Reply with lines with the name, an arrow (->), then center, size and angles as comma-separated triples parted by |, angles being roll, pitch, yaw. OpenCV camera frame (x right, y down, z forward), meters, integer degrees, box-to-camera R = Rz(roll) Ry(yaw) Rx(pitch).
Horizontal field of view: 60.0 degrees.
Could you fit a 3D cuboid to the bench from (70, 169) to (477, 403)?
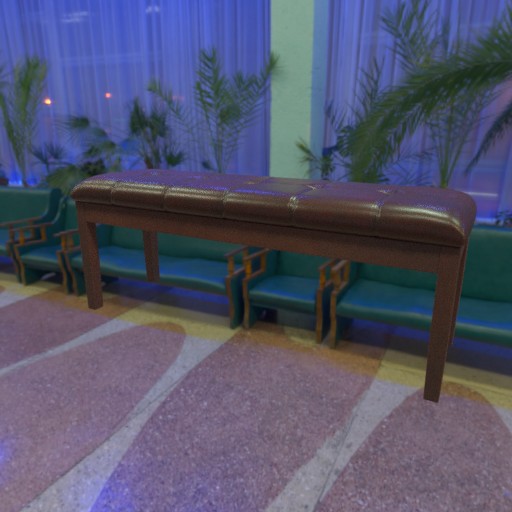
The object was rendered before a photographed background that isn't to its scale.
bench -> 0.000, 0.000, 1.463 | 1.259, 0.491, 0.401 | 9, 19, 27
